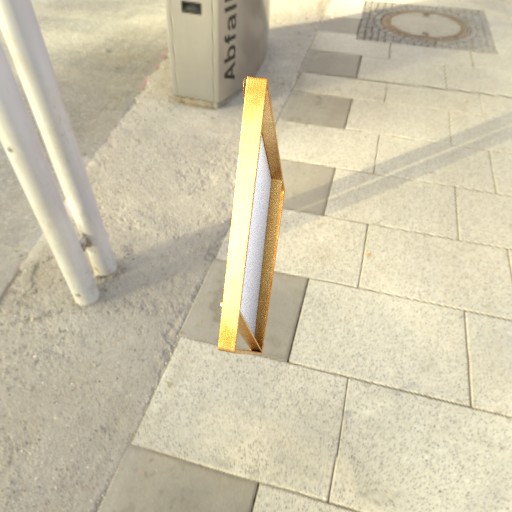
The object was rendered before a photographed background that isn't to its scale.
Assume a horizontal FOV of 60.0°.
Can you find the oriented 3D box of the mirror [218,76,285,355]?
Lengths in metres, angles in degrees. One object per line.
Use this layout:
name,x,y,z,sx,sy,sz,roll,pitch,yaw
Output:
mirror,0.000,0.000,0.829,0.032,0.679,0.419,10,47,9
